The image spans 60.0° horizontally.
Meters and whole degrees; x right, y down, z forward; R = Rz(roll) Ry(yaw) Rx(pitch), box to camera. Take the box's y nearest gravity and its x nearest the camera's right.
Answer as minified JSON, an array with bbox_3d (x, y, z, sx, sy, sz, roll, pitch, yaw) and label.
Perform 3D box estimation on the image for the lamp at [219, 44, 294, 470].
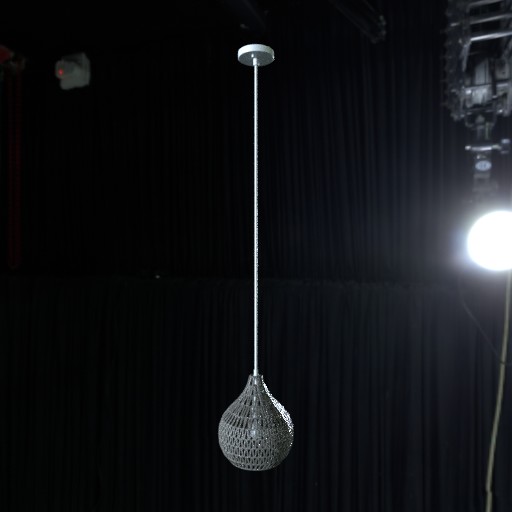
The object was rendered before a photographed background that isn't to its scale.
[{"bbox_3d":[0.000,0.000,2.099,0.355,1.919,0.355,0,0,16],"label":"lamp"}]
